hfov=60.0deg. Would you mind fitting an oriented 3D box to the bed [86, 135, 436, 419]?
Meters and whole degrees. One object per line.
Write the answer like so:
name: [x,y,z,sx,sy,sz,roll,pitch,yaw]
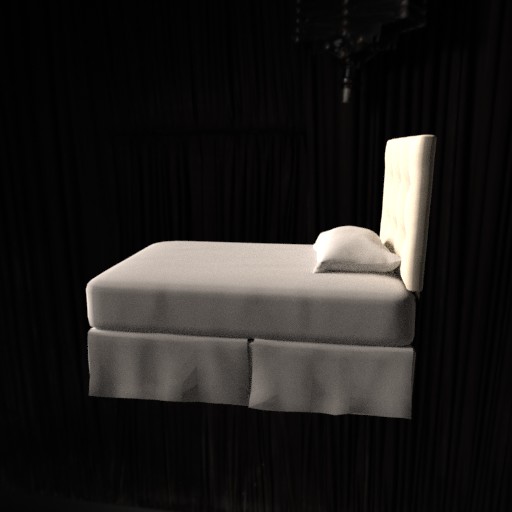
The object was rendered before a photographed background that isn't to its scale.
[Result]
bed: [0.000,0.000,3.044,1.997,1.571,1.261,2,14,8]
